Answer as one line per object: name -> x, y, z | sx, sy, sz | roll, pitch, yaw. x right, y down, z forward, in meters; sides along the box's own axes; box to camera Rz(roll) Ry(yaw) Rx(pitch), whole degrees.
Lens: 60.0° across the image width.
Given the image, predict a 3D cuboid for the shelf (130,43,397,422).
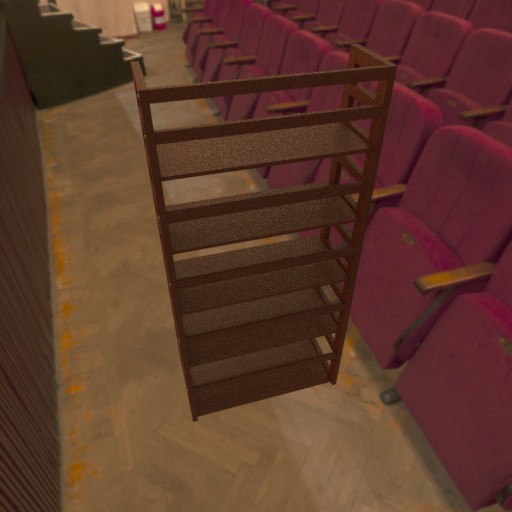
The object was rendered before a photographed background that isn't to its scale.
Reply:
shelf -> 0.000, 0.000, 1.890 | 0.763, 1.600, 0.403 | -11, 40, -13
